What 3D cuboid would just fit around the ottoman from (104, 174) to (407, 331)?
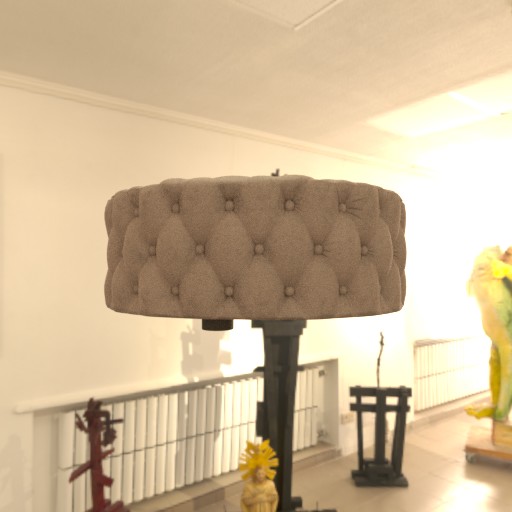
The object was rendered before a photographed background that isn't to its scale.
[{"bbox_3d":[0.000,0.000,1.534,0.998,0.399,0.998,0,-1,0],"label":"ottoman"}]
